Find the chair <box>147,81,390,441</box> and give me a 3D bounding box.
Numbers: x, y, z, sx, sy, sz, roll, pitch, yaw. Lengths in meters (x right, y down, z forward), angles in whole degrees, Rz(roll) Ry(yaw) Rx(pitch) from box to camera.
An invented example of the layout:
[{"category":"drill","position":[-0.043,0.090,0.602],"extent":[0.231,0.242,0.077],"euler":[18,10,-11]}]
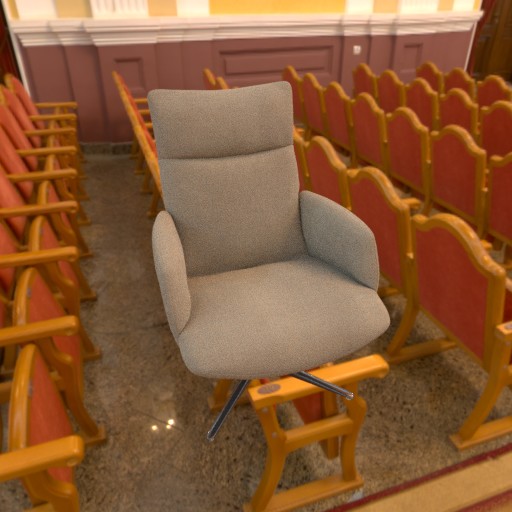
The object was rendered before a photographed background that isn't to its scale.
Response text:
[{"category":"chair","position":[0.000,0.000,1.572],"extent":[0.711,1.016,0.889],"euler":[-10,33,-16]}]
